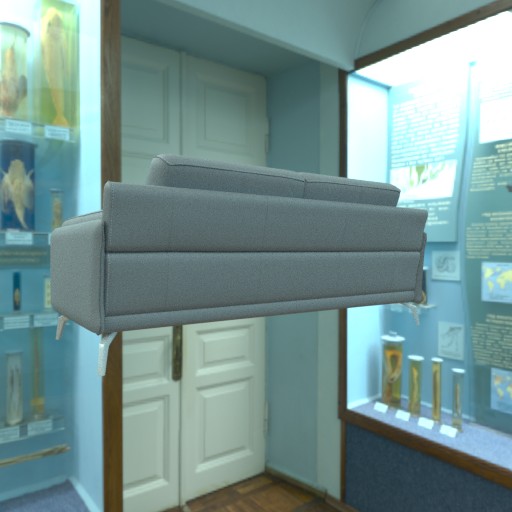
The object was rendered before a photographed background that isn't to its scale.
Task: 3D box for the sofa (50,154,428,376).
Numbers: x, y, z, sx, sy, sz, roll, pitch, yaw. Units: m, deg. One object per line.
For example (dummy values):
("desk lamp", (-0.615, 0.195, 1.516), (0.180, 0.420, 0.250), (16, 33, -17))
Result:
("sofa", (0.000, 0.000, 2.607), (2.100, 0.900, 0.969), (-1, 1, -35))
